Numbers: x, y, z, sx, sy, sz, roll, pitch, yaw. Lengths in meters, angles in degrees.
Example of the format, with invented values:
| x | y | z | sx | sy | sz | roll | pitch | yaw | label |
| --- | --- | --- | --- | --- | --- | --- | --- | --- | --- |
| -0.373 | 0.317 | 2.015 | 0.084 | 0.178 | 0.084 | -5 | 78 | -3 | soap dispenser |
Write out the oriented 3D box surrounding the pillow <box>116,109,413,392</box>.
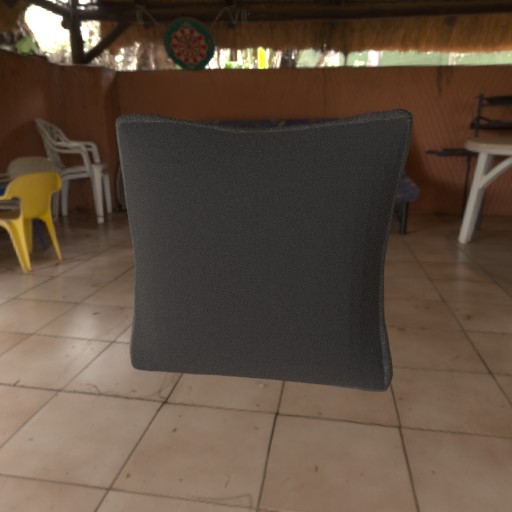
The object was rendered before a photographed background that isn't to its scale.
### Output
| x | y | z | sx | sy | sz | roll | pitch | yaw | label |
| --- | --- | --- | --- | --- | --- | --- | --- | --- | --- |
| 0.000 | 0.000 | 0.835 | 0.533 | 0.523 | 0.210 | 2 | 16 | 8 | pillow |
